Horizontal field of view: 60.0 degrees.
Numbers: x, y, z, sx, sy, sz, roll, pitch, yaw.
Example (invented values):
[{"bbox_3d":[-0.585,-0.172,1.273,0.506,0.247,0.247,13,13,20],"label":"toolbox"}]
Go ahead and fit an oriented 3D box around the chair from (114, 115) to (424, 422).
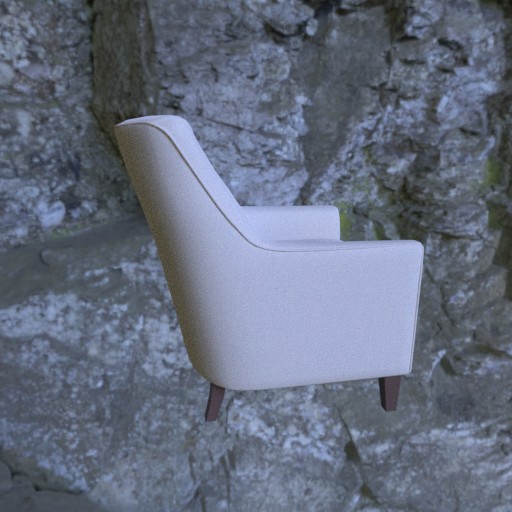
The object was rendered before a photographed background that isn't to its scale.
[{"bbox_3d":[0.000,0.000,1.562,0.879,0.916,0.756,-3,15,-11],"label":"chair"}]
